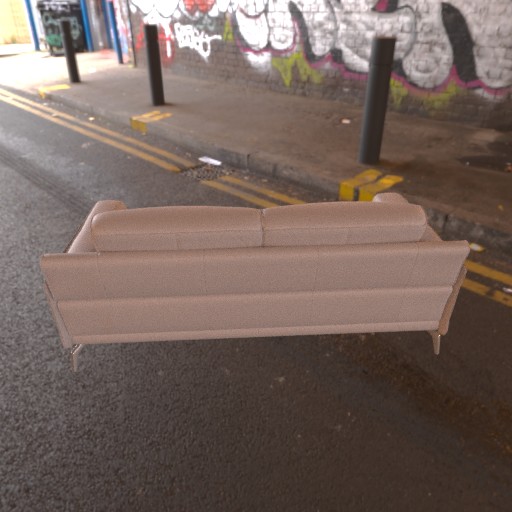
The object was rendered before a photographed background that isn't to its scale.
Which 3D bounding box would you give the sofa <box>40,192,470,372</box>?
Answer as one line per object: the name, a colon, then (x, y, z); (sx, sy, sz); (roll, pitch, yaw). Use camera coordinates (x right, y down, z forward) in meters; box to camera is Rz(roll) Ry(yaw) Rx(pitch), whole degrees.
sofa: (0.000, 0.000, 2.575); (2.101, 0.930, 1.049); (-2, 30, -3)
